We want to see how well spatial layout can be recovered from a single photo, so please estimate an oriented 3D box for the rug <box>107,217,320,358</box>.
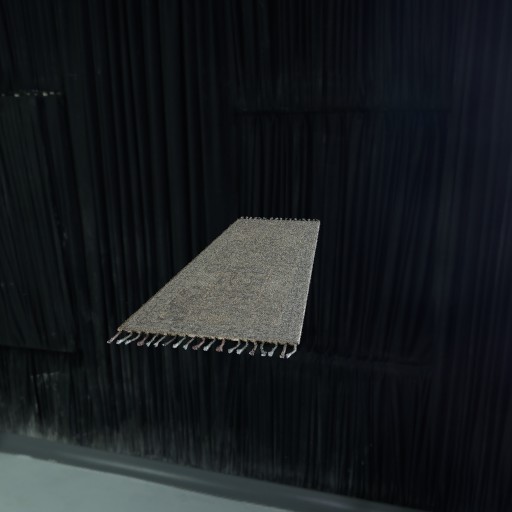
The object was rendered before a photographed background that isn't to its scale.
[{"bbox_3d":[0.000,0.000,2.952,0.762,0.011,2.664,3,16,9],"label":"rug"}]
